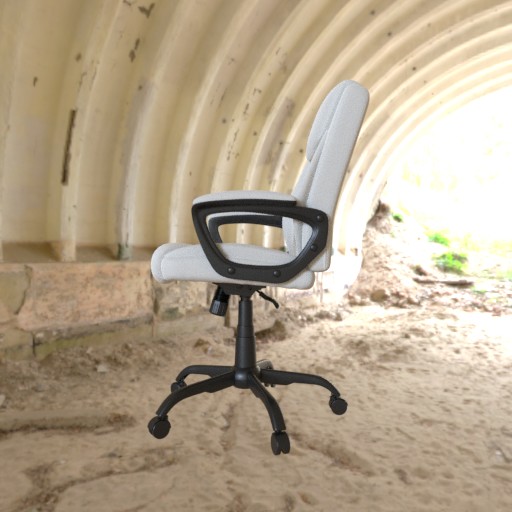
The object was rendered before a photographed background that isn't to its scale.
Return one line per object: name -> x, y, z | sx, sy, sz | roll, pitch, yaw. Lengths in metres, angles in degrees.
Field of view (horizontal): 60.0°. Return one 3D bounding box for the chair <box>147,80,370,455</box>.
chair -> 0.000, 0.000, 1.491 | 0.669, 1.065, 0.663 | 0, 0, -1
